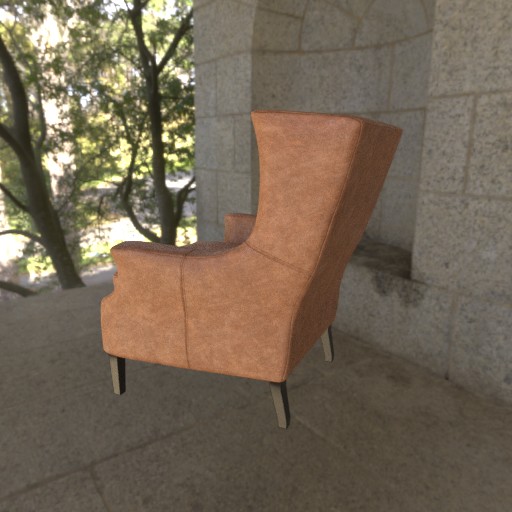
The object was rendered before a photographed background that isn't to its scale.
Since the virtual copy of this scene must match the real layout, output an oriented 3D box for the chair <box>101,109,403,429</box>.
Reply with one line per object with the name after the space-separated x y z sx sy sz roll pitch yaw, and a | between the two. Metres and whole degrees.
0.000 0.000 1.705 0.926 1.016 0.853 7 15 25 | chair
